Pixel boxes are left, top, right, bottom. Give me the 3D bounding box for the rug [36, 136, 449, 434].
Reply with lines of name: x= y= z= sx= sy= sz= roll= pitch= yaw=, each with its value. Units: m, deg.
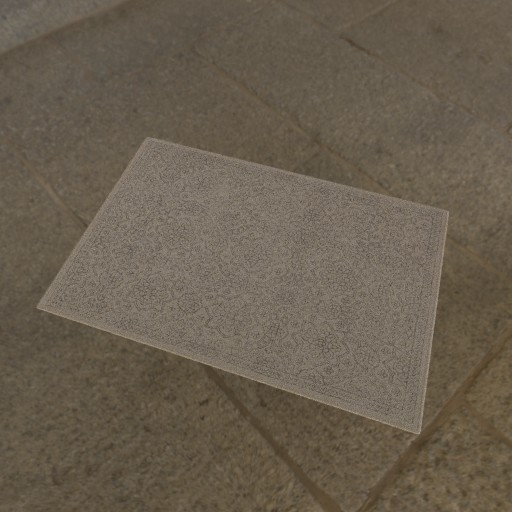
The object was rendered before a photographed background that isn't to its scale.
rug: x=0.000 y=0.000 z=2.851 sx=2.286 sy=0.011 sz=1.524 roll=16 pitch=60 yaw=9
